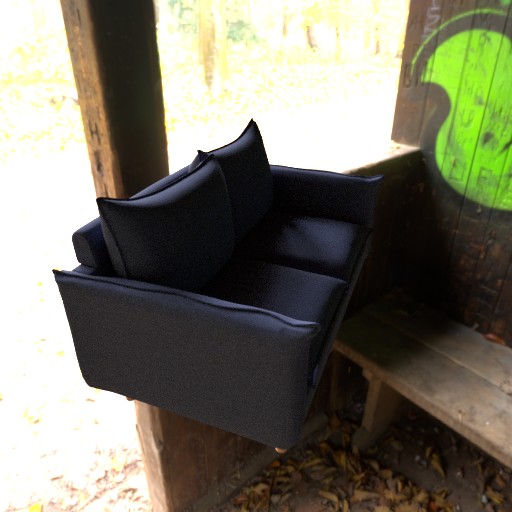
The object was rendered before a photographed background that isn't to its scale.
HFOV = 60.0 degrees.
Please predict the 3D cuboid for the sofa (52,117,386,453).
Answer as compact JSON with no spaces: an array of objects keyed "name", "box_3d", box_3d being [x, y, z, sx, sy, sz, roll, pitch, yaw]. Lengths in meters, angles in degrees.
[{"name":"sofa","box_3d":[0.000,0.000,1.794,0.820,0.840,1.300,11,31,19]}]
